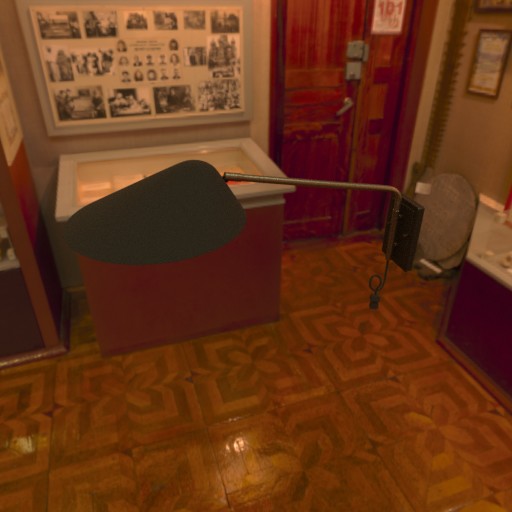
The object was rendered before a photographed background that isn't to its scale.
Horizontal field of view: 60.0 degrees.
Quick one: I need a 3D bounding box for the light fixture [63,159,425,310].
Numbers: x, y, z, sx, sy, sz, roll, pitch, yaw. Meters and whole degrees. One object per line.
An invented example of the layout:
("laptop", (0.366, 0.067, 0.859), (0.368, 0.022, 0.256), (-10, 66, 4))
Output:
("light fixture", (0.000, 0.000, 0.673), (0.516, 0.312, 0.240), (-9, 31, -14))
